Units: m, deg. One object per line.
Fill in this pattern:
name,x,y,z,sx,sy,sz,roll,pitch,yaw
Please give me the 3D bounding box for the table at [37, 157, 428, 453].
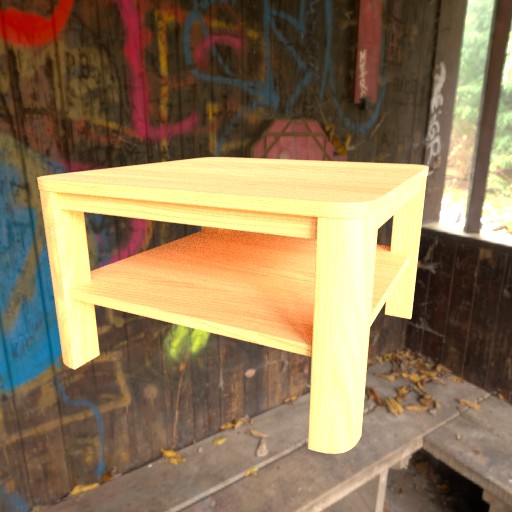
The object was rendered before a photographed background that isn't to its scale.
table,0.000,0.000,1.183,0.750,0.450,0.750,8,18,26
